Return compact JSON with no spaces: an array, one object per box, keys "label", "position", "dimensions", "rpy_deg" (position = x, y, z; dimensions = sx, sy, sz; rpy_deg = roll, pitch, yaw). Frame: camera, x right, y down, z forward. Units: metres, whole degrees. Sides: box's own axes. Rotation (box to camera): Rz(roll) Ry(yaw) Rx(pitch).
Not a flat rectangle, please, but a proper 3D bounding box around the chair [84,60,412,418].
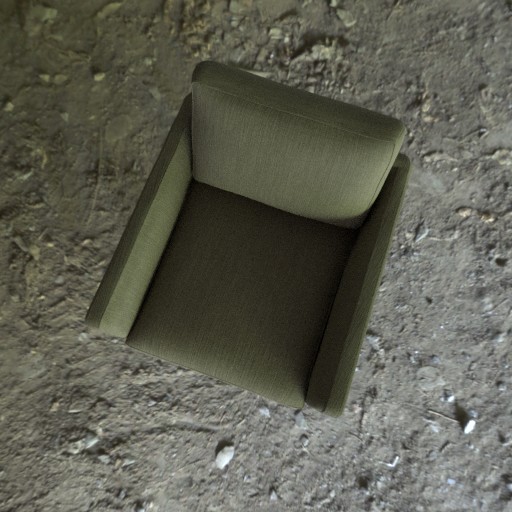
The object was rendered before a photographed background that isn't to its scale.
[{"label":"chair","position":[0.000,0.000,1.470],"dimensions":[0.763,0.811,0.834],"rpy_deg":[19,76,5]}]
